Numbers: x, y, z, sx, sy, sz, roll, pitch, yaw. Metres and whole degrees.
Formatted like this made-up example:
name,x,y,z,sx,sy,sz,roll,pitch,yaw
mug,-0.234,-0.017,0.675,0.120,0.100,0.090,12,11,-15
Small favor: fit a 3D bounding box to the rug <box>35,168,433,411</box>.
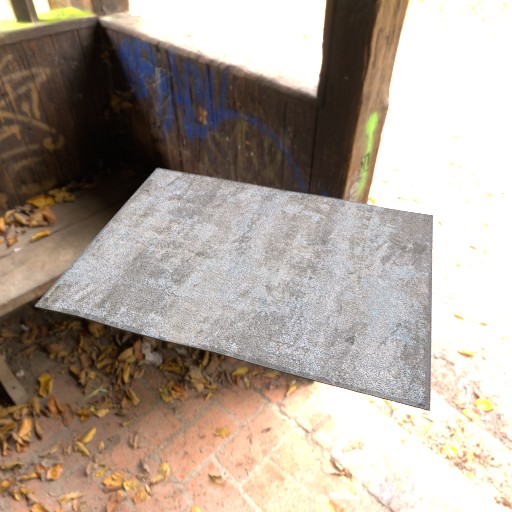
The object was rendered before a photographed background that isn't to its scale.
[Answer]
name,x,y,z,sx,sy,sz,roll,pitch,yaw
rug,0.000,0.000,4.332,3.307,0.013,2.393,12,44,12
